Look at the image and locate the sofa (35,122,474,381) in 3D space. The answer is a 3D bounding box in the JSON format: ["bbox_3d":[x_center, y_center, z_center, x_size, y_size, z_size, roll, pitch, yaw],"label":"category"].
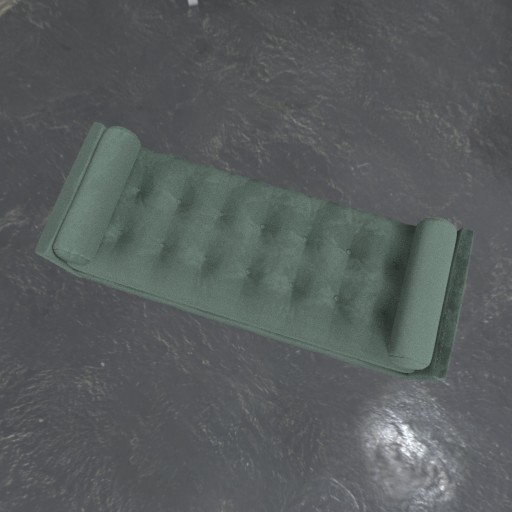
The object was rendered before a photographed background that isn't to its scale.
[{"bbox_3d":[0.000,0.000,2.499,2.102,0.705,0.796,17,76,4],"label":"sofa"}]
